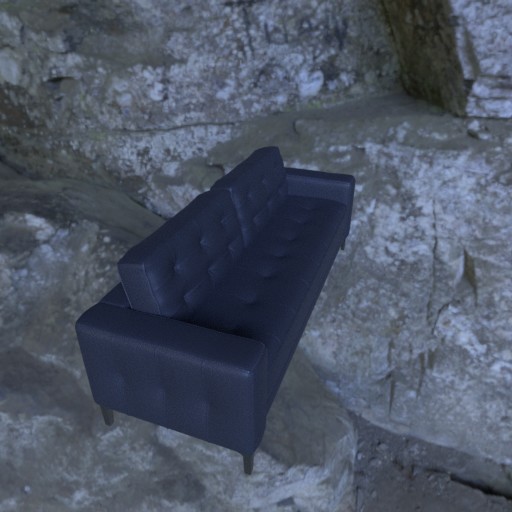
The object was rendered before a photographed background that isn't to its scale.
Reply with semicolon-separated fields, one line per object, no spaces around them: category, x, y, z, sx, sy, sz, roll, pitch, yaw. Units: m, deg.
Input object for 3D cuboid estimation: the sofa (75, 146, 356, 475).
sofa;0.000;0.000;2.740;0.833;0.893;2.275;11;32;18
